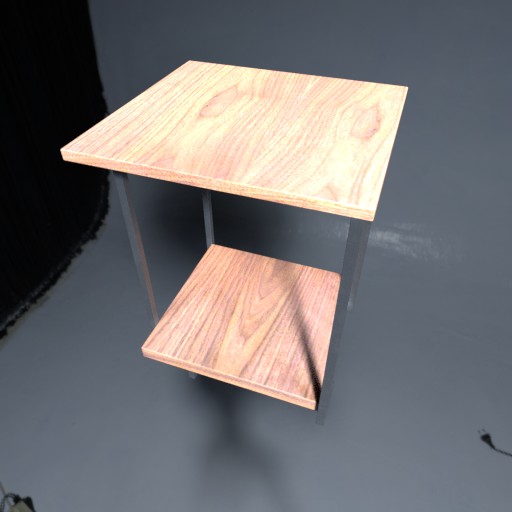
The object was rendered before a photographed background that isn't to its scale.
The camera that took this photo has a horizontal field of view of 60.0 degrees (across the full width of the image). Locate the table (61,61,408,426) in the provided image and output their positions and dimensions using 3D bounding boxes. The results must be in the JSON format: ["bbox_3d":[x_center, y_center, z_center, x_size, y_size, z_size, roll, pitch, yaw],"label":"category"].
[{"bbox_3d":[0.000,0.000,0.853,0.411,0.567,0.384,13,43,15],"label":"table"}]
